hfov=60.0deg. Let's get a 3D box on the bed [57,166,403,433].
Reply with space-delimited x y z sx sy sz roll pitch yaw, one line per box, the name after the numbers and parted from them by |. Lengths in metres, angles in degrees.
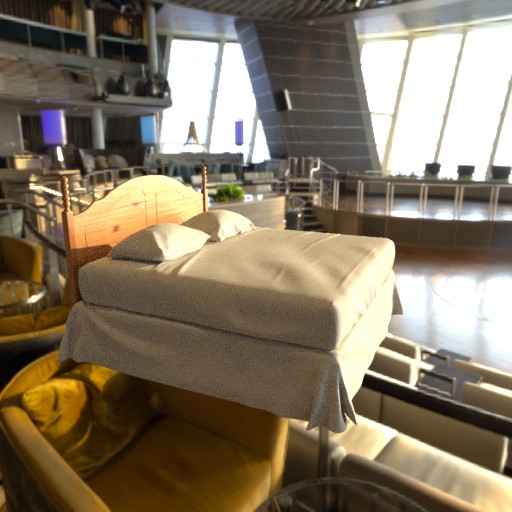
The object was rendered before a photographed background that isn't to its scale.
0.000 0.000 3.679 2.219 1.355 2.322 7 15 25 | bed
